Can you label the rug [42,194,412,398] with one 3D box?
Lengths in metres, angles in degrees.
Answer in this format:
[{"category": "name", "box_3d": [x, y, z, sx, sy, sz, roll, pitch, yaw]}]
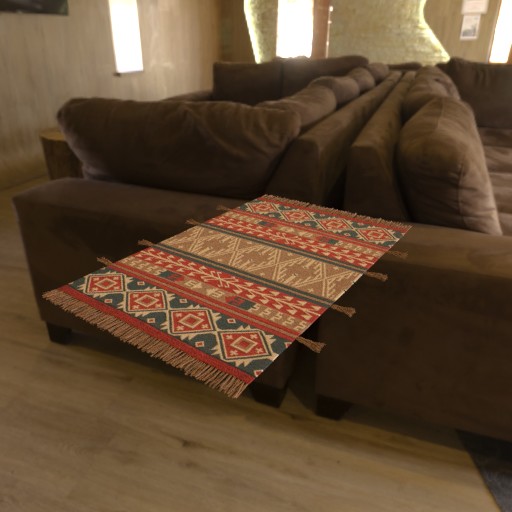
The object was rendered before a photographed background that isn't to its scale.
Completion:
[{"category": "rug", "box_3d": [0.000, 0.000, 2.637, 1.469, 0.040, 2.025, 17, 31, 31]}]
